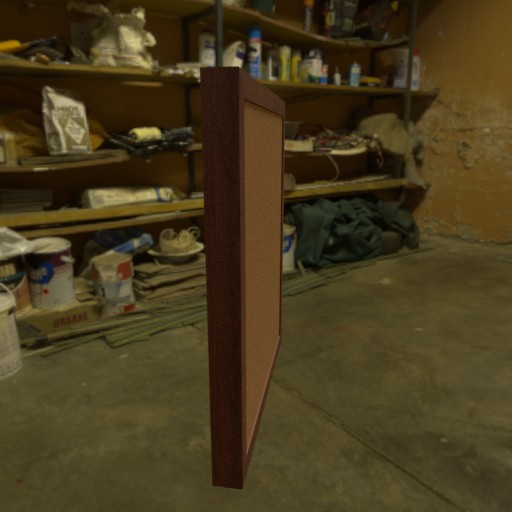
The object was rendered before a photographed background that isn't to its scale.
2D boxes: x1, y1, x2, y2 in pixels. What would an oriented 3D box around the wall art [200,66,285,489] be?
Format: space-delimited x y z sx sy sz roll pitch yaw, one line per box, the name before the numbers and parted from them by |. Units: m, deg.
wall art | 0.000 0.000 0.541 0.030 0.381 0.330 2 15 9
